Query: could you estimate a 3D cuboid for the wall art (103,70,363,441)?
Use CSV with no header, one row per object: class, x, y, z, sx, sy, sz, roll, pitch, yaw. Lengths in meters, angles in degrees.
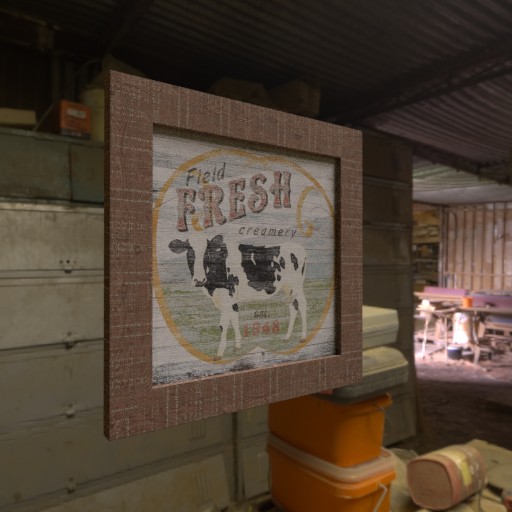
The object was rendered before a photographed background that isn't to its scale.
wall art,0.000,0.000,0.797,0.531,0.531,0.029,0,0,-35
